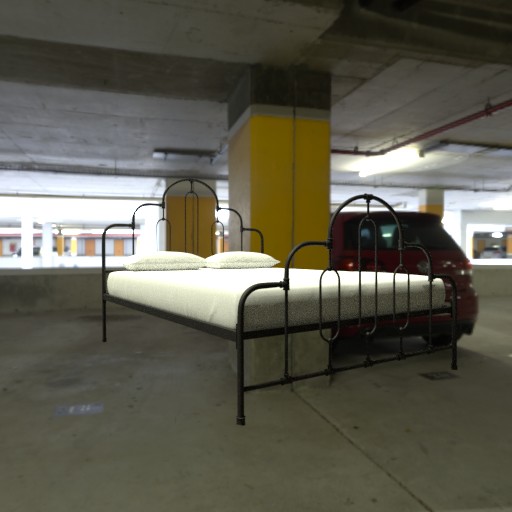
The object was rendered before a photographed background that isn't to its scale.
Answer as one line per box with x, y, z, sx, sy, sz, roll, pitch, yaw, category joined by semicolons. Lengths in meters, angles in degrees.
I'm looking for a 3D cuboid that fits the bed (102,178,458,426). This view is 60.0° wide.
0.000;0.000;3.231;1.640;1.429;2.163;0;1;-34;bed
